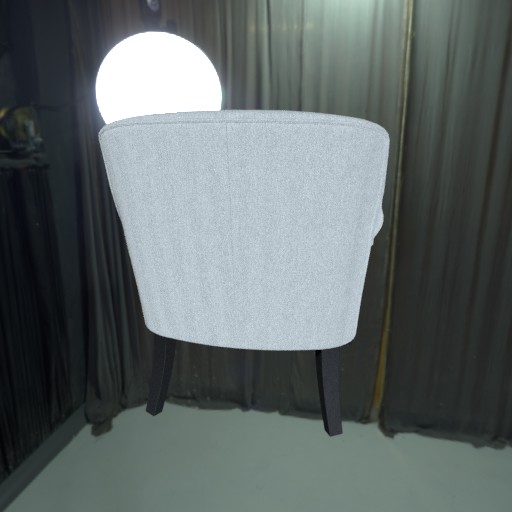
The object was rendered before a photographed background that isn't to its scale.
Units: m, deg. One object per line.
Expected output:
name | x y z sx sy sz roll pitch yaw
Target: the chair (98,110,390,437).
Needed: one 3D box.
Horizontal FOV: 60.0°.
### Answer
chair | 0.000 0.000 1.441 0.781 0.875 0.750 3 16 10
